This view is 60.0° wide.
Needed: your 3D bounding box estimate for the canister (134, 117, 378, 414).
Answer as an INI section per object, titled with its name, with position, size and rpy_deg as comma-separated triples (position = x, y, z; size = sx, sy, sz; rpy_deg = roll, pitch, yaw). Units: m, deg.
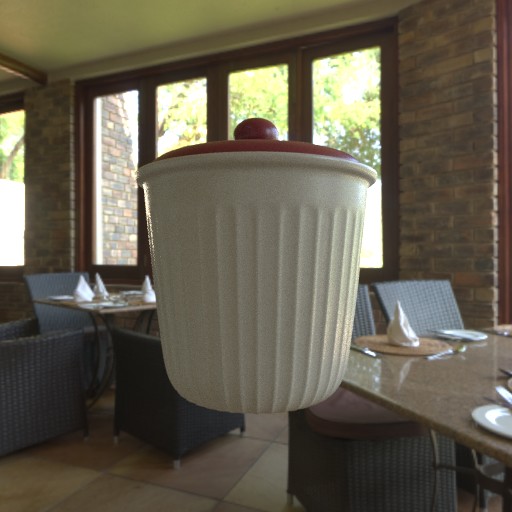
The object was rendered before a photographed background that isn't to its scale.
[canister]
position = 0.000, 0.000, 0.342
size = 0.181, 0.211, 0.181
rpy_deg = 0, 0, 0
